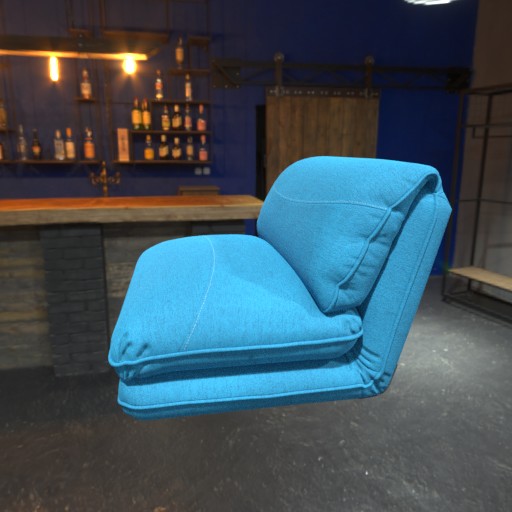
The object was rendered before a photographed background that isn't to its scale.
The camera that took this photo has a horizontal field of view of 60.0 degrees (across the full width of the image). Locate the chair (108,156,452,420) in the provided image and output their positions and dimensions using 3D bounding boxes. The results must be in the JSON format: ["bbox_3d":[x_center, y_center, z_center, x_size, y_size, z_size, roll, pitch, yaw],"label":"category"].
[{"bbox_3d":[0.000,0.000,1.338,0.780,0.580,0.820,-2,14,-10],"label":"chair"}]
